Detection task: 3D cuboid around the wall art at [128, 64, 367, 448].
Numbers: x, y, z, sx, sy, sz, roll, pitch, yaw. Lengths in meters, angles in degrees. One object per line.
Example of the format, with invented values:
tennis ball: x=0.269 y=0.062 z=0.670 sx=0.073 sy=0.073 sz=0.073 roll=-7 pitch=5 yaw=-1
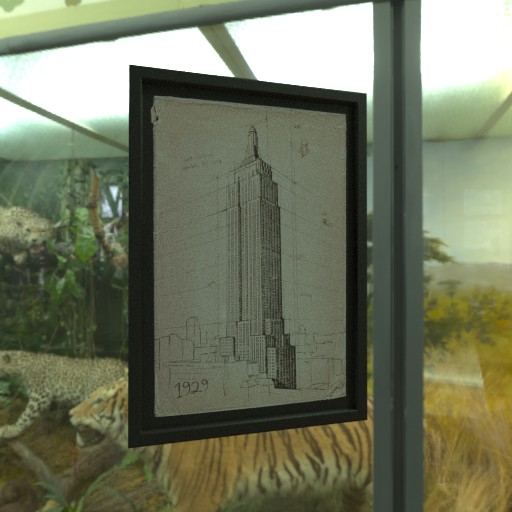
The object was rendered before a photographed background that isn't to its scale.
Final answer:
wall art: x=0.000 y=0.000 z=0.548 sx=0.303 sy=0.431 sz=0.013 roll=0 pitch=0 yaw=-17
